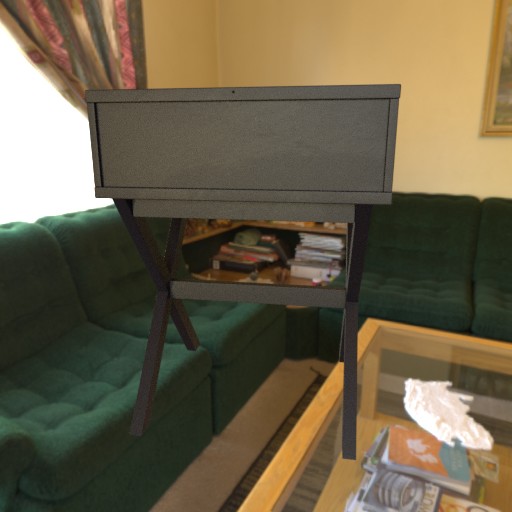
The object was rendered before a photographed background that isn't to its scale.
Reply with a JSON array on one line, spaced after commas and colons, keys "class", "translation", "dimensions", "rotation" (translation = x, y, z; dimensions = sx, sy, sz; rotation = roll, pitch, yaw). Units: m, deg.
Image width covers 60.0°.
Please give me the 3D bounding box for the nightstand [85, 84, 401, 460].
[{"class": "nightstand", "translation": [0.000, 0.000, 0.929], "dimensions": [0.479, 0.623, 0.402], "rotation": [2, 15, 9]}]
